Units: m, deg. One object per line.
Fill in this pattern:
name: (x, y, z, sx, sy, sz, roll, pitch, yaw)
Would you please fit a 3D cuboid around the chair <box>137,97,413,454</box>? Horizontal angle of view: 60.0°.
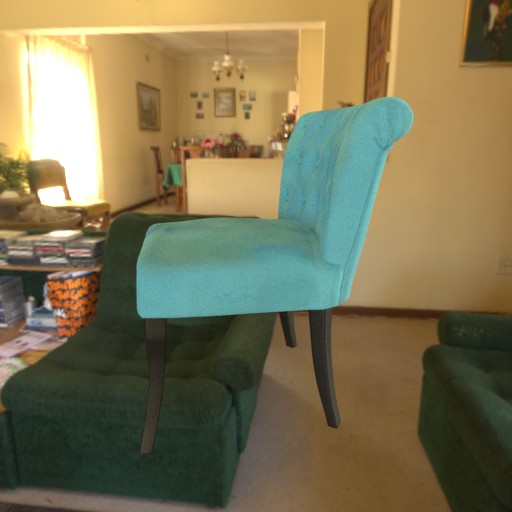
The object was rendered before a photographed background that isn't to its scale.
chair: (0.000, 0.000, 1.156, 0.605, 0.750, 0.582, -3, 15, -10)
